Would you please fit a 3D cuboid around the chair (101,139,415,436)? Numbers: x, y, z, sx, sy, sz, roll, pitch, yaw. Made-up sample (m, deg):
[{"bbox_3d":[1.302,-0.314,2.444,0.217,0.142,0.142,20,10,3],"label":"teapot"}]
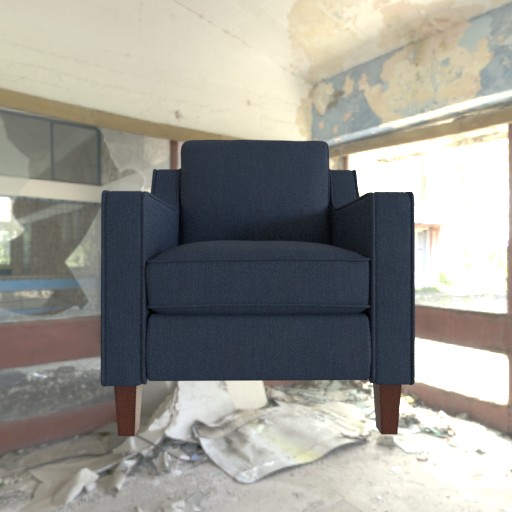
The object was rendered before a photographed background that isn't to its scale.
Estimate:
[{"bbox_3d":[0.000,0.000,1.594,0.831,0.960,0.909,0,0,-1],"label":"chair"}]
